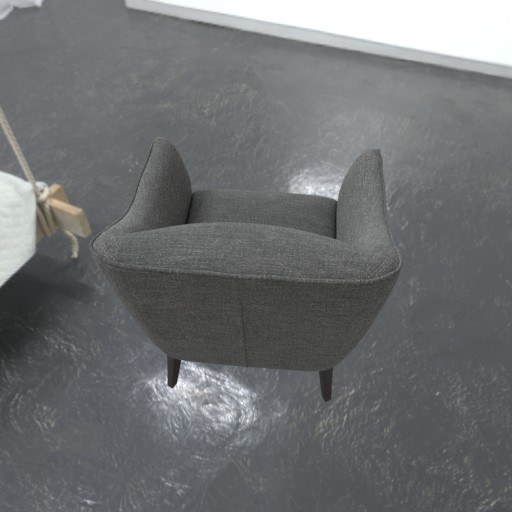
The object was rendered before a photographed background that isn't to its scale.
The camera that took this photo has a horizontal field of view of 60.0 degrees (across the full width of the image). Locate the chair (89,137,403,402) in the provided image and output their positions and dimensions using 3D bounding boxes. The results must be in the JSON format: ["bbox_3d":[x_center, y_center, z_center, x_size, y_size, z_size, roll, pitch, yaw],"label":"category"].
[{"bbox_3d":[0.000,0.000,1.541,0.870,0.829,0.851,4,48,4],"label":"chair"}]
